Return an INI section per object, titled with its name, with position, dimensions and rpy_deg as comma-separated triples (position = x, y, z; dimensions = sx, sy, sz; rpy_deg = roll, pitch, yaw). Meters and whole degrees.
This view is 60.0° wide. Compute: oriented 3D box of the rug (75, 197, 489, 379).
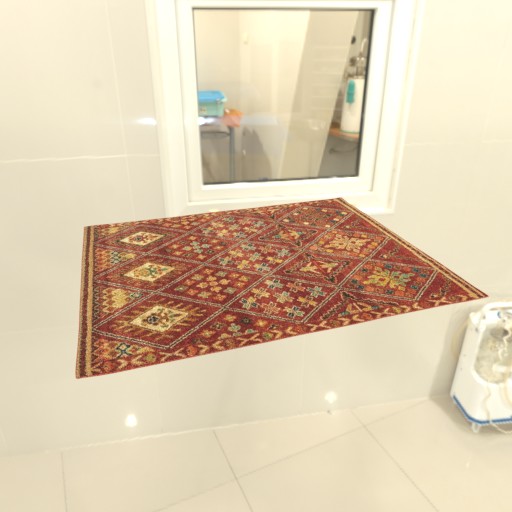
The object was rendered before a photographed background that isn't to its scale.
[rug]
position = 0.000, 0.000, 4.131
dimensions = 3.086, 0.030, 2.489
rpy_deg = -8, 28, -16
